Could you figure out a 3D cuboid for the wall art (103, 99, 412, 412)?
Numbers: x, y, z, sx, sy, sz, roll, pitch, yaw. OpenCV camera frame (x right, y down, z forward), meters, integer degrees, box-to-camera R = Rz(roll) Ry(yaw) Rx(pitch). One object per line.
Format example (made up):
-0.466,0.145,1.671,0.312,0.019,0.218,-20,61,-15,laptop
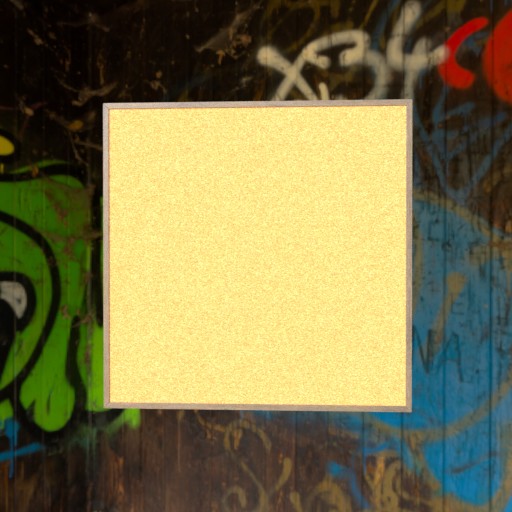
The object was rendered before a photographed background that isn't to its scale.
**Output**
0.000,0.000,1.108,0.758,0.758,0.039,0,0,2,wall art
